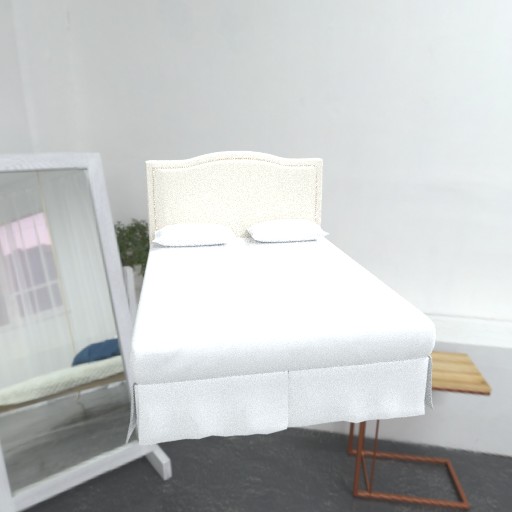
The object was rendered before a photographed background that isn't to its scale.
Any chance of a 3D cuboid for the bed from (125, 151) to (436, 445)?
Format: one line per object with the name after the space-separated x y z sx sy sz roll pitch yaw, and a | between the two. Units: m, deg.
0.000 0.000 3.383 1.821 1.436 2.282 -3 17 -9 | bed
